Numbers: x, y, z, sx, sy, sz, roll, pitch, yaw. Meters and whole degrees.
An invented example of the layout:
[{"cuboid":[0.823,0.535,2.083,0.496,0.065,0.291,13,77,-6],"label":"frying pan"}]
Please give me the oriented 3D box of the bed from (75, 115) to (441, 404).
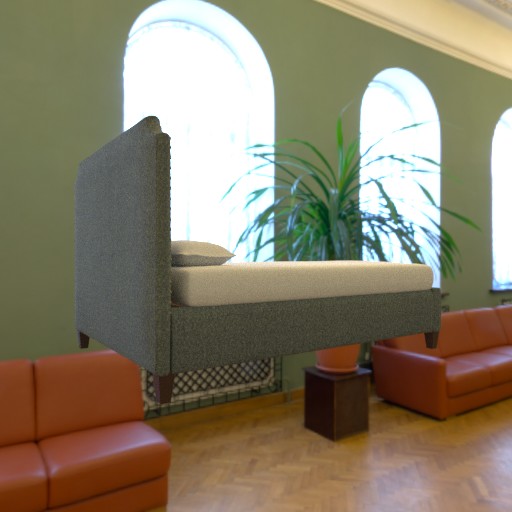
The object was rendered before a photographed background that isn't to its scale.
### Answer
[{"cuboid":[0.000,0.000,3.467,2.372,1.443,1.712,0,0,-35],"label":"bed"}]
